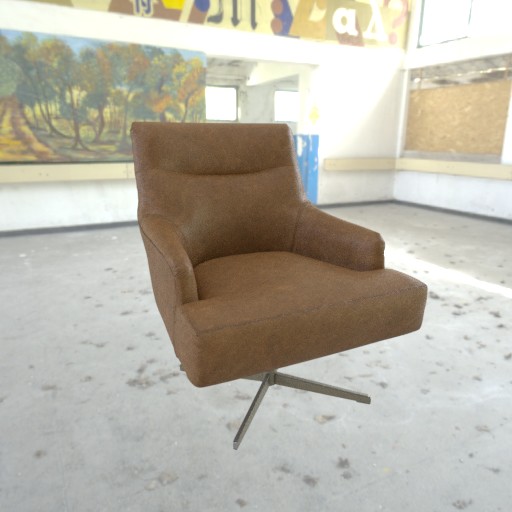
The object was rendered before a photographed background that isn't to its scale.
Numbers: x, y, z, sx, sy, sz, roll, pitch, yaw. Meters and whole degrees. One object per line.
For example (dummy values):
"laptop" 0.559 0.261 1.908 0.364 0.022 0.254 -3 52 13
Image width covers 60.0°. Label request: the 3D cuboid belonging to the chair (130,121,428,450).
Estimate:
"chair" 0.000 0.000 1.480 0.729 0.869 0.874 -8 17 -26
